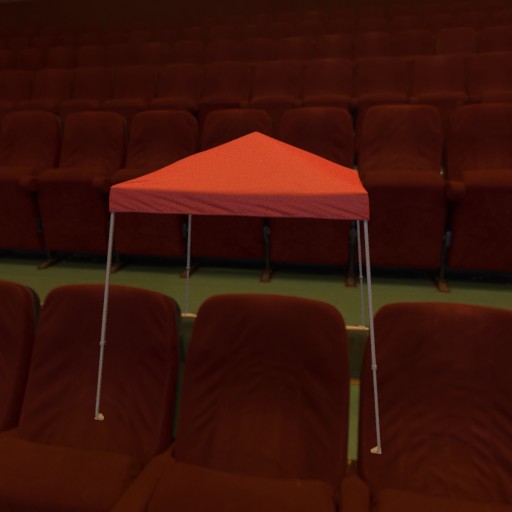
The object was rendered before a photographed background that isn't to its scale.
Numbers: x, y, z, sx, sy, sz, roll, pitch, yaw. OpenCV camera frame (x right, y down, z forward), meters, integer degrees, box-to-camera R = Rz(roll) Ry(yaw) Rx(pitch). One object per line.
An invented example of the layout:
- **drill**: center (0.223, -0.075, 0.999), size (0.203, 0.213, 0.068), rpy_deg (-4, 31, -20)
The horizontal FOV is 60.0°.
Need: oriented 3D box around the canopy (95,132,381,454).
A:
- **canopy**: center (0.000, 0.000, 6.669), size (3.600, 3.600, 3.599), rpy_deg (3, 16, 10)
